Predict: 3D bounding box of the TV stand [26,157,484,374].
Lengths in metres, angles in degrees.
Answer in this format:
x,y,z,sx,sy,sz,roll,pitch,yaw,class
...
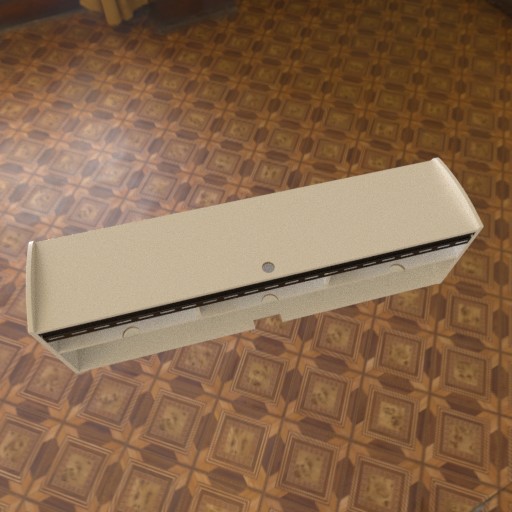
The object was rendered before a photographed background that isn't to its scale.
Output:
x,y,z,sx,sy,sz,roll,pitch,yaw,class
0.000,0.000,1.650,1.473,0.424,0.397,-13,59,-8,TV stand
